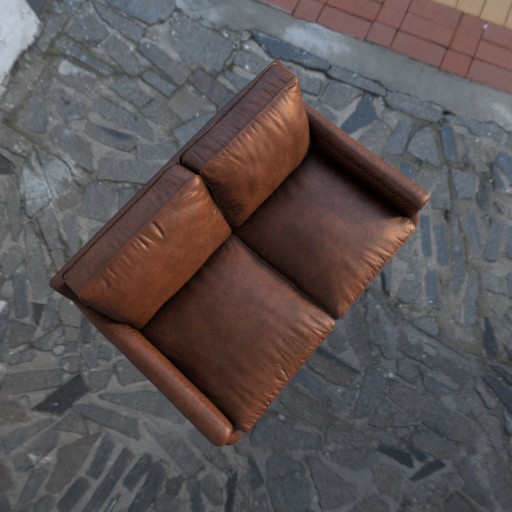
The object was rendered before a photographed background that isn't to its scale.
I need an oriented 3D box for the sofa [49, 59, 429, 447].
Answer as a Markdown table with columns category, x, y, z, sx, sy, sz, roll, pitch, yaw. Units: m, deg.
| category | x | y | z | sx | sy | sz | roll | pitch | yaw |
| --- | --- | --- | --- | --- | --- | --- | --- | --- | --- |
| sofa | 0.000 | 0.000 | 2.285 | 1.083 | 1.003 | 1.628 | 41 | 79 | 9 |
